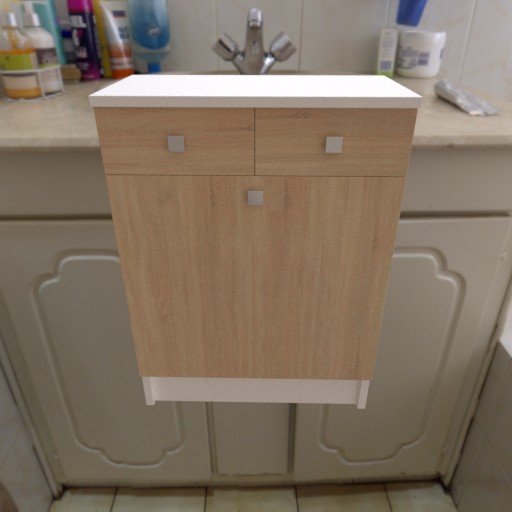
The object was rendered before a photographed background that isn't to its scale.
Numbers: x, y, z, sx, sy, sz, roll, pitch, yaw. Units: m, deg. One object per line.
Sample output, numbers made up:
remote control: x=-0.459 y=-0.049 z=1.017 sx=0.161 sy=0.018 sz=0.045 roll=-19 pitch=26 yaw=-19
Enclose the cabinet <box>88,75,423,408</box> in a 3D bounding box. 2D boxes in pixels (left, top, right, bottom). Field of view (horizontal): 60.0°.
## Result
cabinet: x=0.000 y=0.000 z=1.117 sx=0.600 sy=0.815 sz=0.296 roll=1 pitch=29 yaw=1
